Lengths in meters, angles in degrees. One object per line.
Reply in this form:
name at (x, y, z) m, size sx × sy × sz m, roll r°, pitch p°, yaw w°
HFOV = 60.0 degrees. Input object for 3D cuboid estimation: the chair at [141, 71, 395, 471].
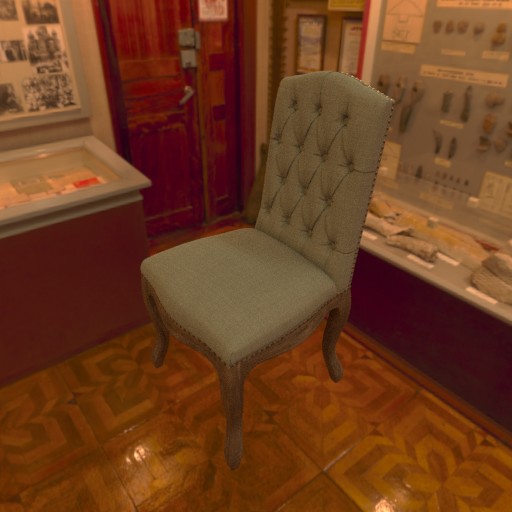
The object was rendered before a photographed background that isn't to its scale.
chair at (0.000, 0.000, 1.603) m, size 0.731 × 1.191 × 0.637 m, roll -21°, pitch 37°, yaw -30°
